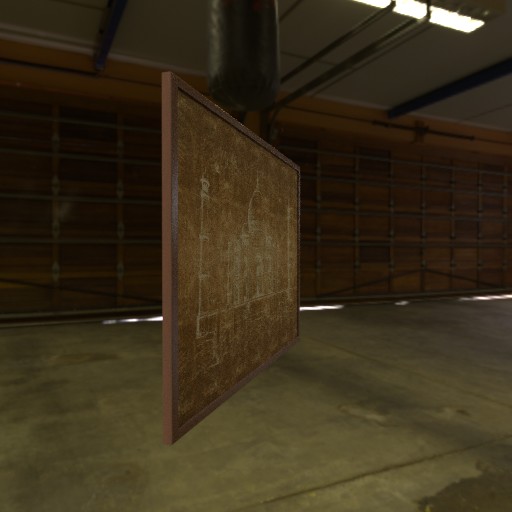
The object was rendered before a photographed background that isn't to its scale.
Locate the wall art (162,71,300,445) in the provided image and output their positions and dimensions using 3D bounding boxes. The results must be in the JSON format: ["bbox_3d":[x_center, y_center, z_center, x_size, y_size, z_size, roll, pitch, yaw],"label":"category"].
[{"bbox_3d":[0.000,0.000,0.852,0.014,0.455,0.660,0,1,19],"label":"wall art"}]
